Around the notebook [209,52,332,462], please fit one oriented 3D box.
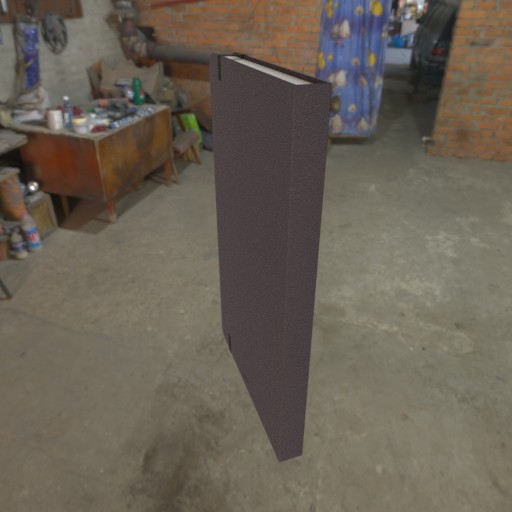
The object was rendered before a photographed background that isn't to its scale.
[{"bbox_3d":[0.000,0.000,0.265,0.016,0.213,0.127,-10,31,-17],"label":"notebook"}]
